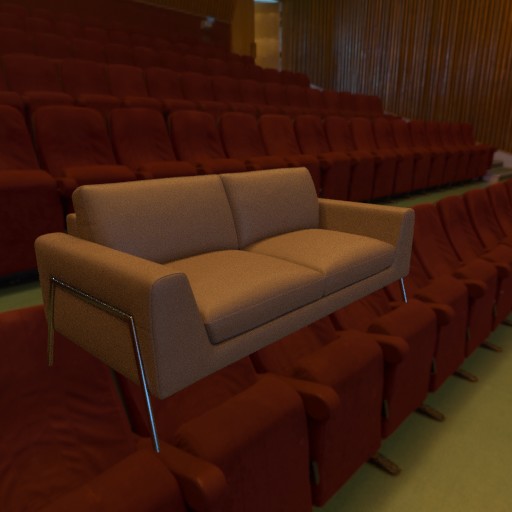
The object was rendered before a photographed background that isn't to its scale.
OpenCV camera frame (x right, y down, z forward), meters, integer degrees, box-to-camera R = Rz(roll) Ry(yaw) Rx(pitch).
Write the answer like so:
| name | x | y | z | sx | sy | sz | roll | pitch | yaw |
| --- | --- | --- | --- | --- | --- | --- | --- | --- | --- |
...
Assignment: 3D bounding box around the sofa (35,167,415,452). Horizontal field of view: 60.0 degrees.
| name | x | y | z | sx | sy | sz | roll | pitch | yaw |
| --- | --- | --- | --- | --- | --- | --- | --- | --- | --- |
| sofa | 0.000 | 0.000 | 2.470 | 0.953 | 0.875 | 2.017 | 14 | 20 | 41 |
